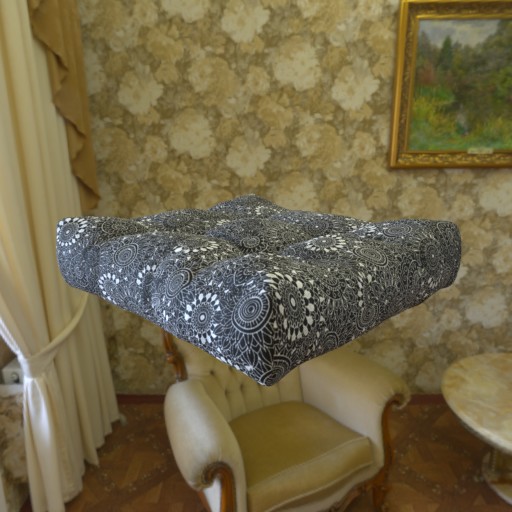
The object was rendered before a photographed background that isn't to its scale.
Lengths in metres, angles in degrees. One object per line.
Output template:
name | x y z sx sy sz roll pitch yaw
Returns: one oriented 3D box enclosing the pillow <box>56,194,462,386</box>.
pillow | 0.000 0.000 0.714 0.468 0.128 0.490 -15 21 -43
